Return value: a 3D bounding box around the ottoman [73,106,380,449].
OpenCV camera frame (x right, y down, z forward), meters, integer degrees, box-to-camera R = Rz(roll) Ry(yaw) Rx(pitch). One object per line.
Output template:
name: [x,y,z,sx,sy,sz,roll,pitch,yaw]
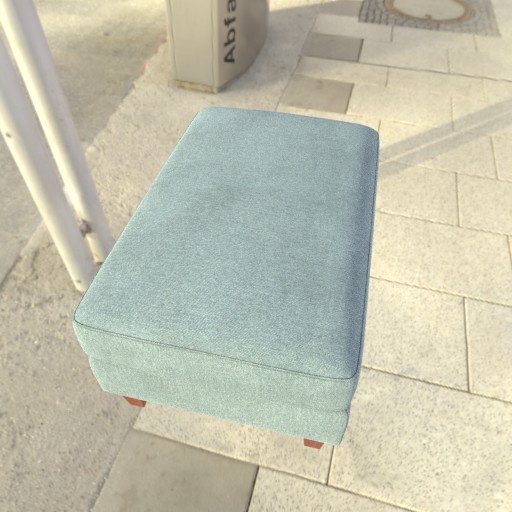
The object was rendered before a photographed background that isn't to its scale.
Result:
ottoman: [0.000,0.000,1.219,0.584,0.483,0.864,10,48,9]
